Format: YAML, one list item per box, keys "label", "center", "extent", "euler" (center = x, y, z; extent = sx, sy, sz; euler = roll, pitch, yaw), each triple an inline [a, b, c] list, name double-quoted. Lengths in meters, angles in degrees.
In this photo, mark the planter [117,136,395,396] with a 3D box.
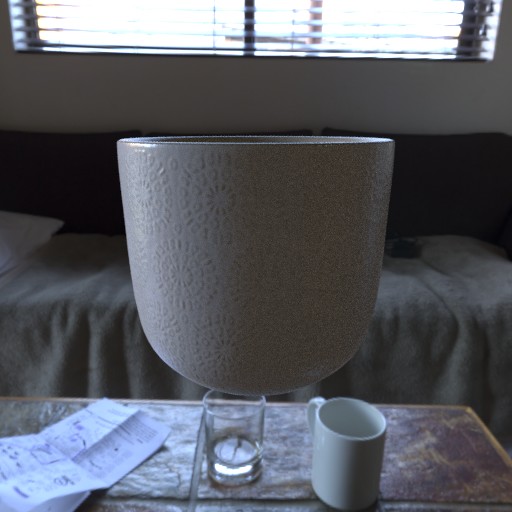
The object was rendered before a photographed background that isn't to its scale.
- label: "planter"
  center: [0.000, 0.000, 0.371]
  extent: [0.208, 0.190, 0.208]
  euler: [0, 16, 0]
